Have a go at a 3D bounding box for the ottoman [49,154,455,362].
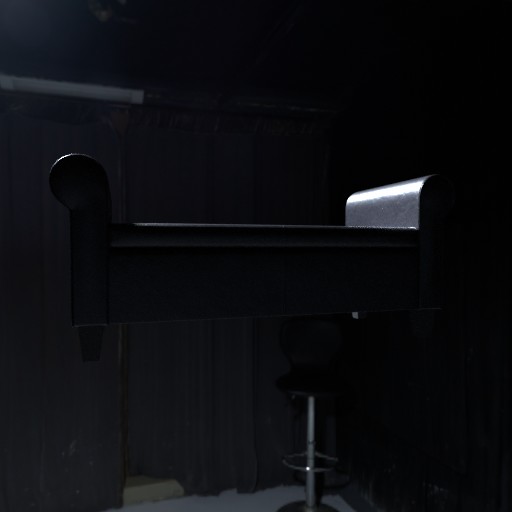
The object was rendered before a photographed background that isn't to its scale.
[{"bbox_3d":[0.000,0.000,1.553,1.256,0.547,0.521,0,1,-17],"label":"ottoman"}]
